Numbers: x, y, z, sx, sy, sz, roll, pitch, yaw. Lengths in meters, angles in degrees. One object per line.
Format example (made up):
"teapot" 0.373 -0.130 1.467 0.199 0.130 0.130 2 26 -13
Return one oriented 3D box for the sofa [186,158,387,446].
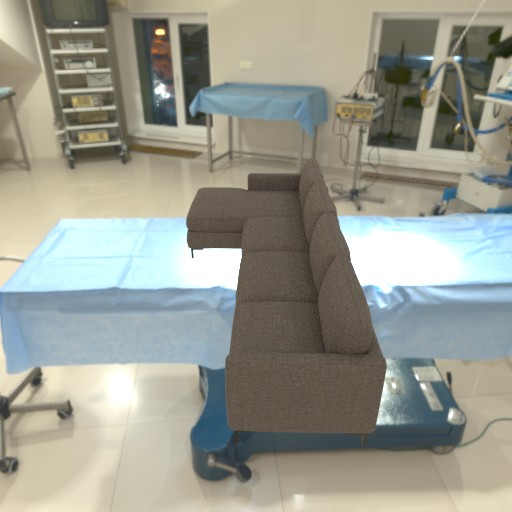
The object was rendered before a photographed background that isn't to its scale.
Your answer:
"sofa" 0.000 0.000 3.261 1.258 0.754 2.731 1 29 1
